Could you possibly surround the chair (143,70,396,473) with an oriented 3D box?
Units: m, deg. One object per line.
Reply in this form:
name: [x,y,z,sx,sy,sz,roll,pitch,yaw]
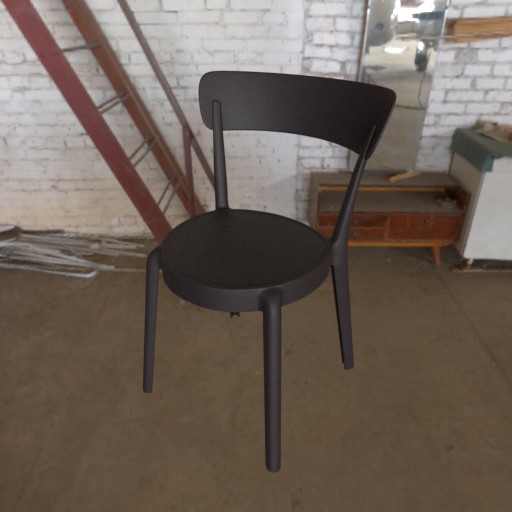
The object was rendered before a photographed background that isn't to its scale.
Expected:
chair: [0.000,0.000,1.105,0.506,0.790,0.491,19,36,30]
